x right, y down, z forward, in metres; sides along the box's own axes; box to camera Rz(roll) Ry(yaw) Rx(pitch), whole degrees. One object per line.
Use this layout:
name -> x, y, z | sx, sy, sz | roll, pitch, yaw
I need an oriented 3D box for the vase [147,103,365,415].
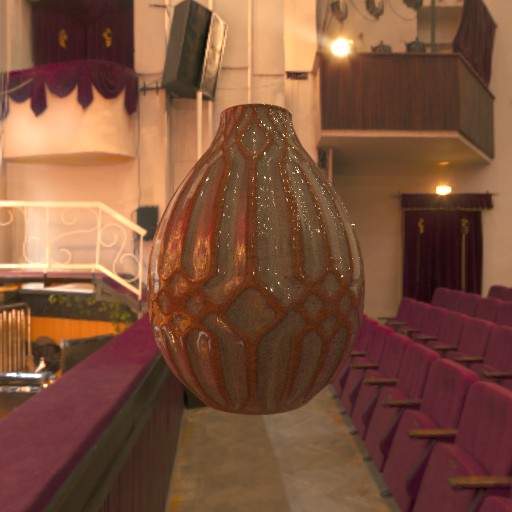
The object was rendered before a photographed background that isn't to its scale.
vase -> 0.000, 0.000, 0.274 | 0.131, 0.175, 0.131 | 0, 0, 0
